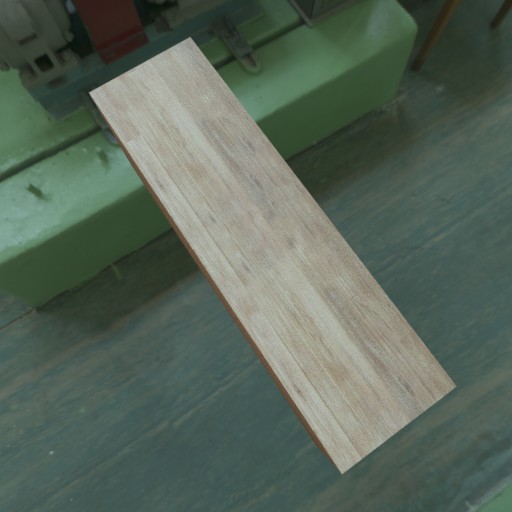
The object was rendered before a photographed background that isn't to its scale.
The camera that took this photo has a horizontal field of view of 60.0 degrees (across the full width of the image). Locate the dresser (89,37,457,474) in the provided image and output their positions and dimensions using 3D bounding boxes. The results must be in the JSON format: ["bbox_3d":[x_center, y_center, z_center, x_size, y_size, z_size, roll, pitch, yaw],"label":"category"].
[{"bbox_3d":[0.000,0.000,1.925,0.455,0.788,1.602,-33,77,-8],"label":"dresser"}]
